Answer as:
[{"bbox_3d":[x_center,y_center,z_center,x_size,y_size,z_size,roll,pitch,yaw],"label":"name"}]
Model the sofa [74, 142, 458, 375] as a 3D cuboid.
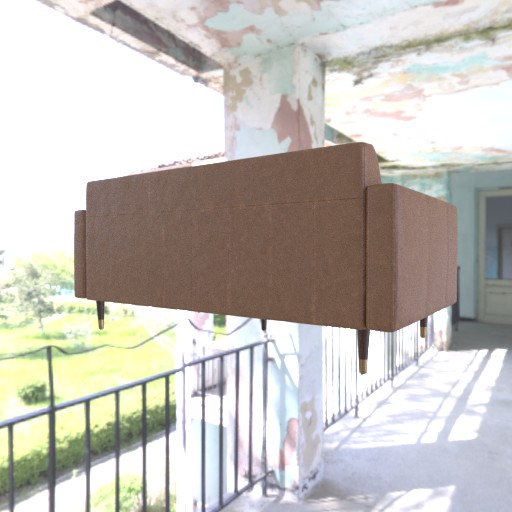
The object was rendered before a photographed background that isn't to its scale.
[{"bbox_3d":[0.000,0.000,2.358,1.847,0.821,0.993,1,1,35],"label":"sofa"}]
